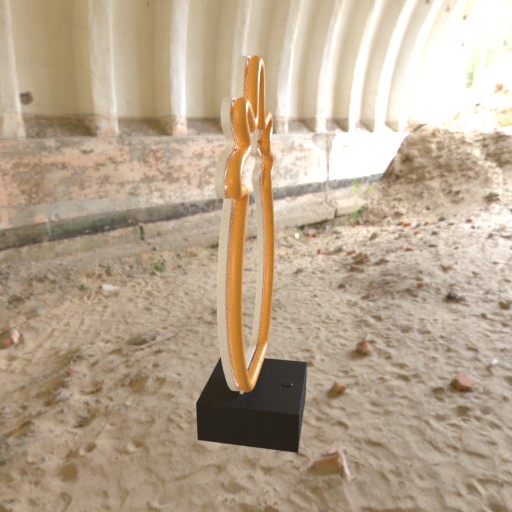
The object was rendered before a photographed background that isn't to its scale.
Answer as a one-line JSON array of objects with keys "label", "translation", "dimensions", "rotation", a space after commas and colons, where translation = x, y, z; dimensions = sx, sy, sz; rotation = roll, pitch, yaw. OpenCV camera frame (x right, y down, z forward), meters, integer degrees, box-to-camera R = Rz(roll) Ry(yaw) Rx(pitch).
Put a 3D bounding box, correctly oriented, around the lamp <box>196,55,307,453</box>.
[{"label": "lamp", "translation": [0.000, 0.000, 0.379], "dimensions": [0.088, 0.317, 0.167], "rotation": [3, 16, 10]}]
